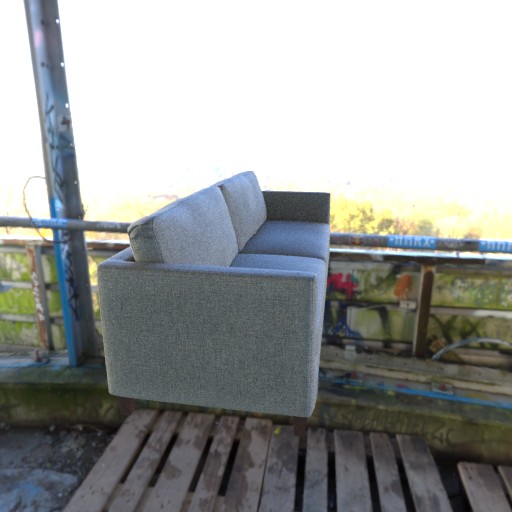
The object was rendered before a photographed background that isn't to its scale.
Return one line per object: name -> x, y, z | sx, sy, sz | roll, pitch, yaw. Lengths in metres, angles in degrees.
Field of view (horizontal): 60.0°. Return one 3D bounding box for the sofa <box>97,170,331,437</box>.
sofa -> 0.000, 0.000, 2.961 | 0.948, 0.951, 2.434 | 3, 16, 10
